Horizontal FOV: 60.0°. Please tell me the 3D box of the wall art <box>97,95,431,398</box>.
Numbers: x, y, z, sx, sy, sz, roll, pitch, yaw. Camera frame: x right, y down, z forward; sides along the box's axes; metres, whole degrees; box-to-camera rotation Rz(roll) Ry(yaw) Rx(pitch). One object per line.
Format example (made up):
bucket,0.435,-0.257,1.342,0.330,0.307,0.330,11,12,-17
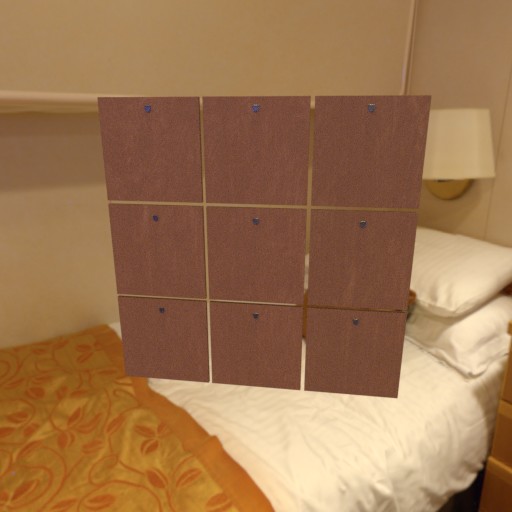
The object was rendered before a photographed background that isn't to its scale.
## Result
wall art,0.000,0.000,1.344,0.915,0.913,0.018,2,18,8
